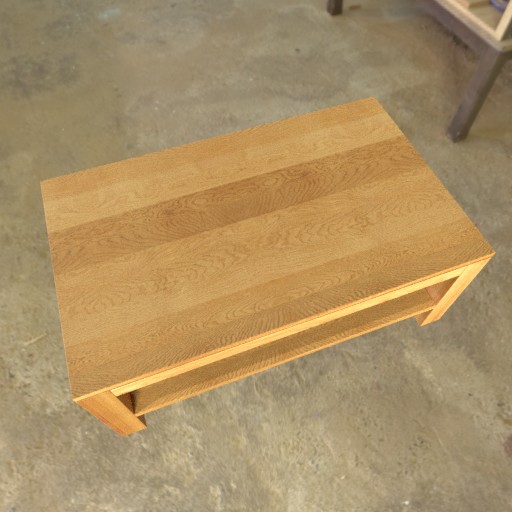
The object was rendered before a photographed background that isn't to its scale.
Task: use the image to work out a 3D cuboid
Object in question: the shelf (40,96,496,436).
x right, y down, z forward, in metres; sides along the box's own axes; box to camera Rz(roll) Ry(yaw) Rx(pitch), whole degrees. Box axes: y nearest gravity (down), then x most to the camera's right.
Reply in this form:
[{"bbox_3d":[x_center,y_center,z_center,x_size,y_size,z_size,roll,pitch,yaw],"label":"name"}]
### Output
[{"bbox_3d":[0.000,0.000,1.478,1.150,0.450,0.700,-17,59,-11],"label":"shelf"}]
